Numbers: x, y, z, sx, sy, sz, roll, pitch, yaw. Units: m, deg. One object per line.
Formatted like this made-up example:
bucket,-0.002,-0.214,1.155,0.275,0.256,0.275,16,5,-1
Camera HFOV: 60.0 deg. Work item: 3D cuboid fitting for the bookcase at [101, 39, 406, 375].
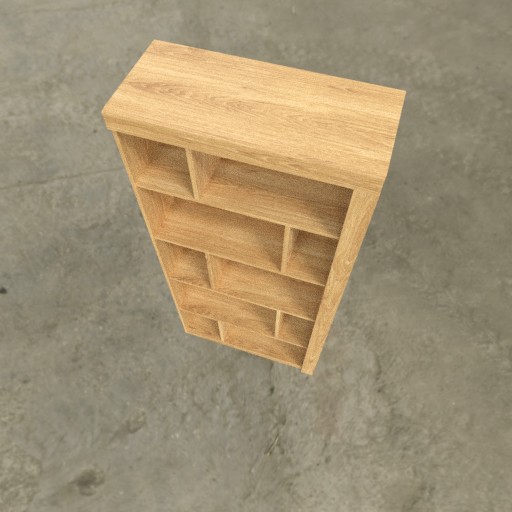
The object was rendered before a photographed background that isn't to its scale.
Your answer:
bookcase,0.000,0.000,2.362,0.950,2.020,0.420,16,60,9
